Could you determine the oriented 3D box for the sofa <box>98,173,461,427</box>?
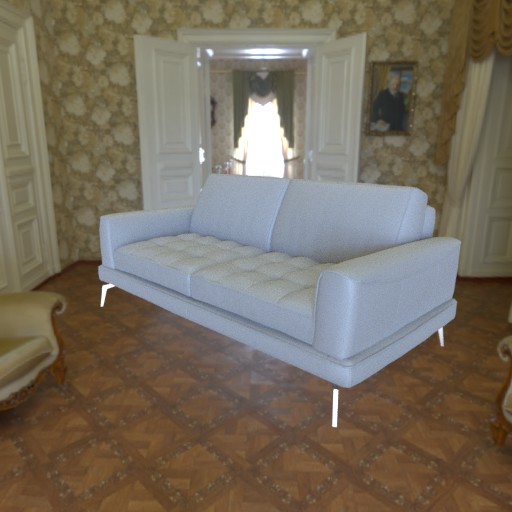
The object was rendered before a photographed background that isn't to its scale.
[{"bbox_3d":[0.000,0.000,2.780,1.121,0.930,2.177,-14,19,-43],"label":"sofa"}]
